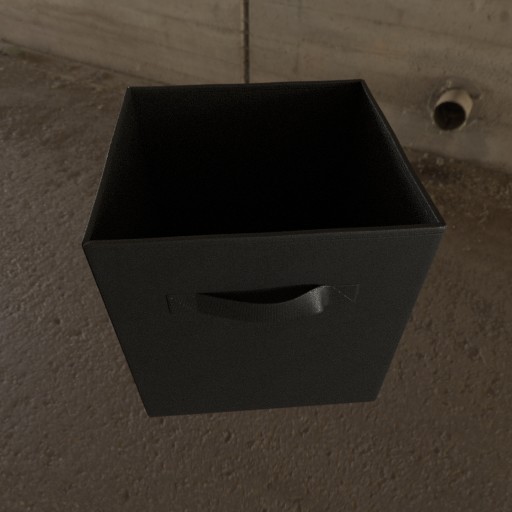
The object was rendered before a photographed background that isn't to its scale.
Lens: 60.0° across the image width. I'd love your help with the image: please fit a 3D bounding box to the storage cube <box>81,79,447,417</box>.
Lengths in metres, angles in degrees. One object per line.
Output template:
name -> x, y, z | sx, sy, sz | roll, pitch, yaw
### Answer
storage cube -> 0.000, 0.000, 0.499 | 0.270, 0.280, 0.270 | -3, 45, -3
